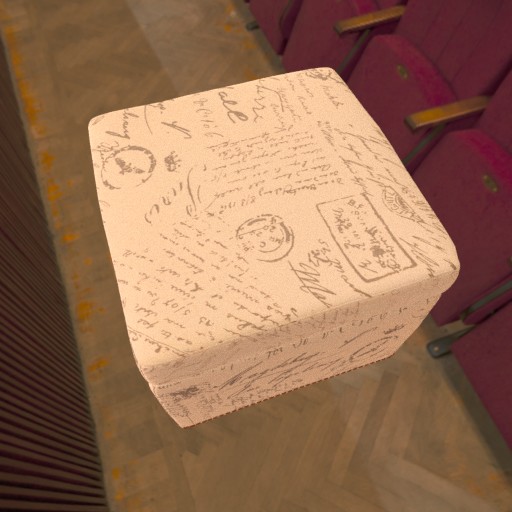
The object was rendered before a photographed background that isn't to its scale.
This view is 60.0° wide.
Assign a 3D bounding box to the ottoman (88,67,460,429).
[{"bbox_3d":[0.000,0.000,0.822,0.450,0.457,0.449,-16,60,-10],"label":"ottoman"}]
